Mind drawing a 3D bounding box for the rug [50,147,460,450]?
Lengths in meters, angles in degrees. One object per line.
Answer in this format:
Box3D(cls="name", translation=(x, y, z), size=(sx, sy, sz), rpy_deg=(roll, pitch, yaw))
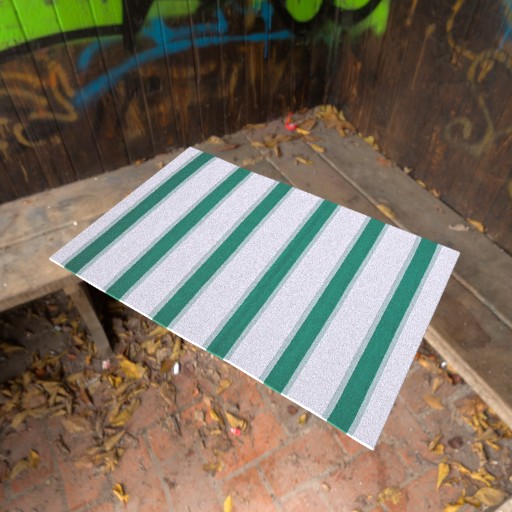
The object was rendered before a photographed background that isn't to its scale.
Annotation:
Box3D(cls="rug", translation=(0.000, 0.000, 2.360), size=(1.829, 0.012, 1.210), rpy_deg=(25, 53, 21))
